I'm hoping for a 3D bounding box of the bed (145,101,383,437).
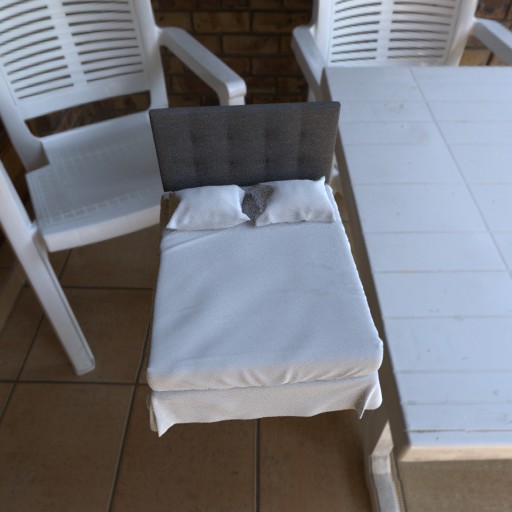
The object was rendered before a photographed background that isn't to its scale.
[{"bbox_3d":[0.000,0.000,3.634,1.936,1.577,2.222,-4,47,-3],"label":"bed"}]
